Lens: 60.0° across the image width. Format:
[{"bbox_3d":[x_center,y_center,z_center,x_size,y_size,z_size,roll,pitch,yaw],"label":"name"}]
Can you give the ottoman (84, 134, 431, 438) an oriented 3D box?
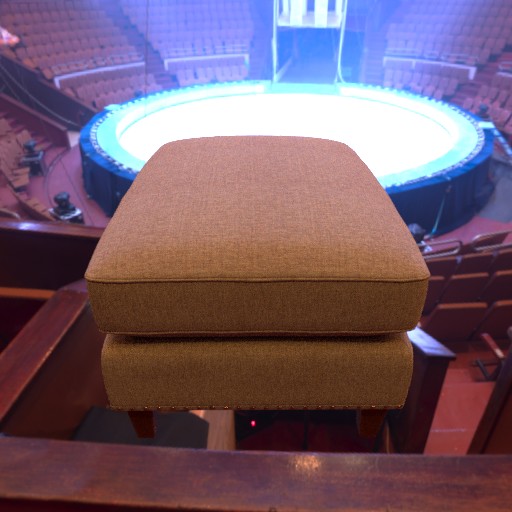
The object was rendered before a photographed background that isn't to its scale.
[{"bbox_3d":[0.000,0.000,1.113,0.584,0.513,0.741,0,31,0],"label":"ottoman"}]
